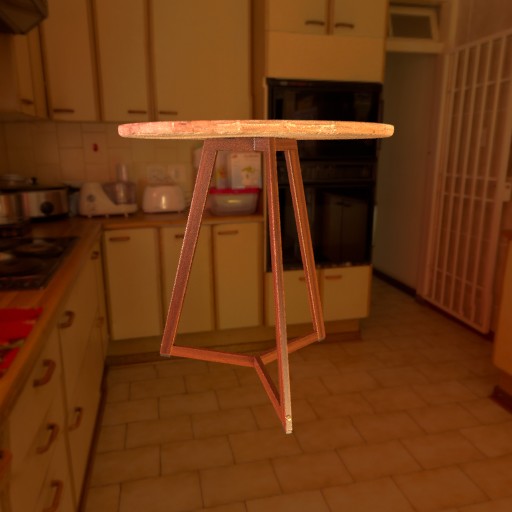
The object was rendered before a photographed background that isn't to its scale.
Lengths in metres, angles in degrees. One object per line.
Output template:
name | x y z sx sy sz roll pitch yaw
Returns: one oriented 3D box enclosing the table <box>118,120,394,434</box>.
table | 0.000 0.000 0.898 0.500 0.500 0.500 0 14 0
